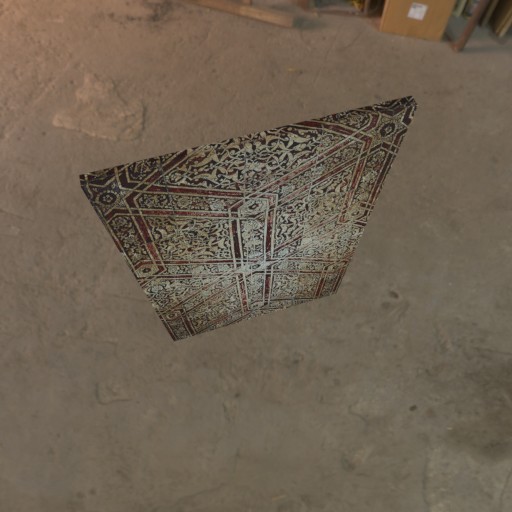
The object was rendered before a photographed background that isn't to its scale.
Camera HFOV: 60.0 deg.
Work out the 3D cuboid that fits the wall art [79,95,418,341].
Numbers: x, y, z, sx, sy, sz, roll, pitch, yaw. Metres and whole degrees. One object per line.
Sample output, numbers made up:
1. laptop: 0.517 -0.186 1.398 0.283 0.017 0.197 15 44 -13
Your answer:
1. wall art: 0.000 0.000 1.164 0.599 0.904 0.030 -16 64 -8
